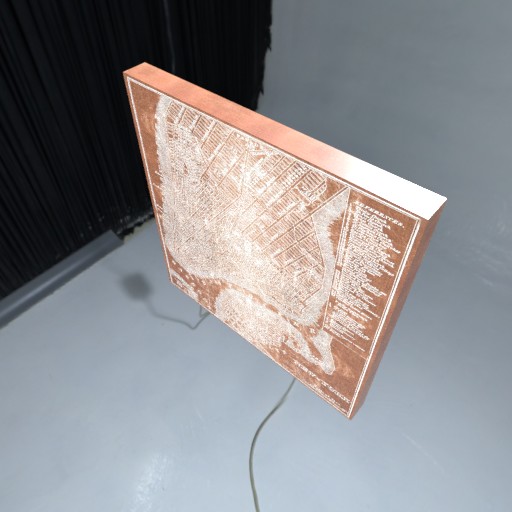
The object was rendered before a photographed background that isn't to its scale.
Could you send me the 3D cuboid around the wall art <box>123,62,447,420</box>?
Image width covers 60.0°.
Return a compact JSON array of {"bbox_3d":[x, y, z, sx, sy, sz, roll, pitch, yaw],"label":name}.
[{"bbox_3d":[0.000,0.000,0.607,0.403,0.403,0.035,33,55,27],"label":"wall art"}]
